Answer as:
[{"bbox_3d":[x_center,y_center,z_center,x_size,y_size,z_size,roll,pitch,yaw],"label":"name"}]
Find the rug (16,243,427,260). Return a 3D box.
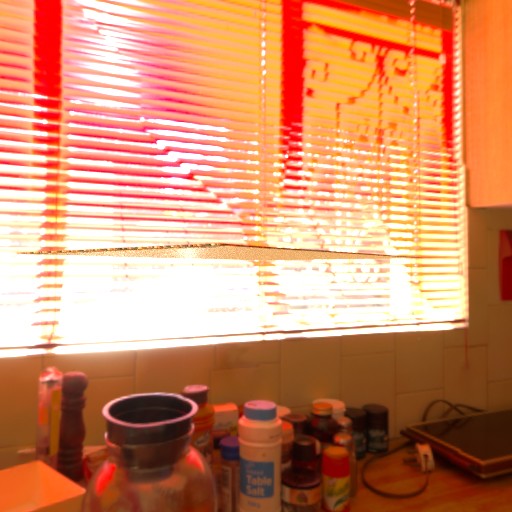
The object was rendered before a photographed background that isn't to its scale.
[{"bbox_3d":[0.000,0.000,2.970,1.533,0.010,2.428,-1,-2,37],"label":"rug"}]
